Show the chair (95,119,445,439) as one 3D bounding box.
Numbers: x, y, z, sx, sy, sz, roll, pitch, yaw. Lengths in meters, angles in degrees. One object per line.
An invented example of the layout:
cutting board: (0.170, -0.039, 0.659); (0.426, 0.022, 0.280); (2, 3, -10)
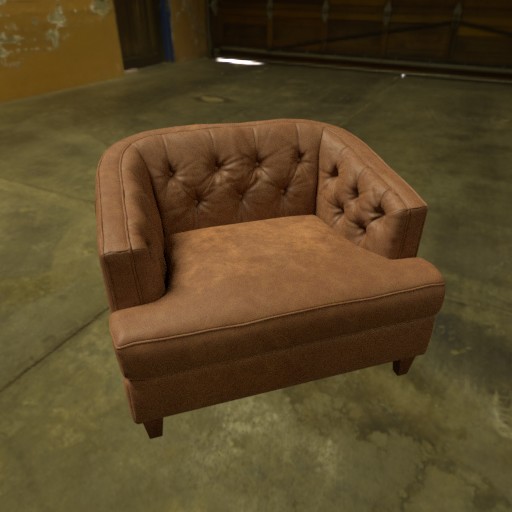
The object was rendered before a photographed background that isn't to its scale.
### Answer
chair: (0.000, 0.000, 1.744); (1.119, 0.836, 0.911); (-9, 32, -15)
